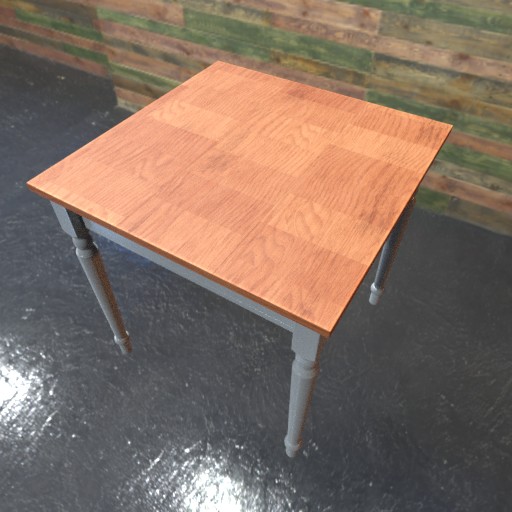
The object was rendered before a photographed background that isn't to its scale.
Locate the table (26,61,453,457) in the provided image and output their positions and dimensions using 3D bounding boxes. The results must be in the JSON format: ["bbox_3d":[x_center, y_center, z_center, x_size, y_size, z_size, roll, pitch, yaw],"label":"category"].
[{"bbox_3d":[0.000,0.000,1.341,0.747,0.738,0.747,24,52,21],"label":"table"}]
